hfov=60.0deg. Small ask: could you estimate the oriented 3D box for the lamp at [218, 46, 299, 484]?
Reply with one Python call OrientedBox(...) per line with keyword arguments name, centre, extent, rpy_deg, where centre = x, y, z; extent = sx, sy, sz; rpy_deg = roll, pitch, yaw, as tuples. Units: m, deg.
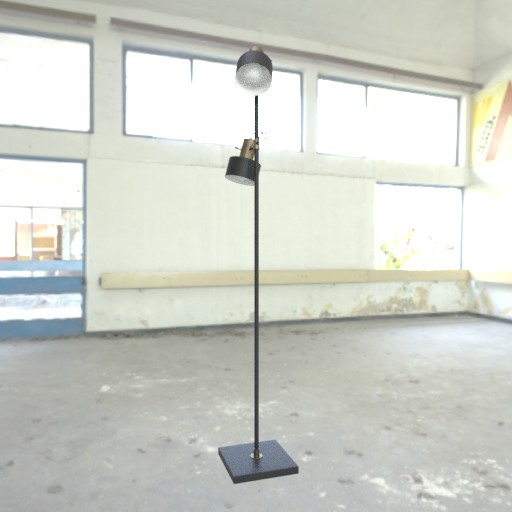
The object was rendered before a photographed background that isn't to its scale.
OrientedBox(name="lamp", centre=(0.000, 0.000, 1.609), extent=(0.233, 1.505, 0.315), rpy_deg=(0, 0, -18))
